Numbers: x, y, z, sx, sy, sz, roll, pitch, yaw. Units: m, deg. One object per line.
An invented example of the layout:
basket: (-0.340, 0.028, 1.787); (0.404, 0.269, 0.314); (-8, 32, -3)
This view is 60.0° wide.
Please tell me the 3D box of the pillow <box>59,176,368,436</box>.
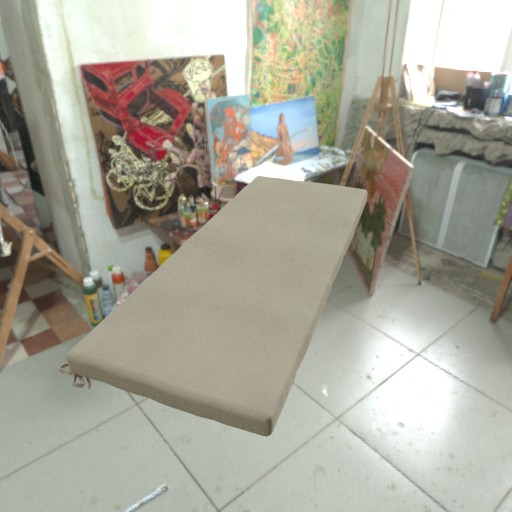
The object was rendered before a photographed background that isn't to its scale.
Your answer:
pillow: (0.000, 0.000, 1.322); (0.492, 0.081, 1.187); (11, 32, 18)
